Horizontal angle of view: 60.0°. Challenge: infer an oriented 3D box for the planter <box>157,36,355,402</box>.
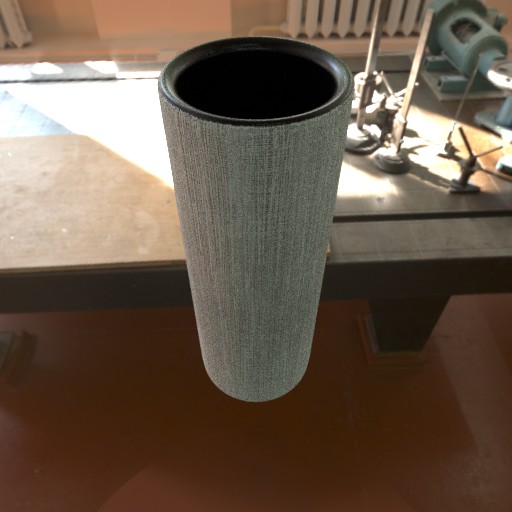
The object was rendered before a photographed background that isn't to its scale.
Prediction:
[{"bbox_3d":[0.000,0.000,0.322,0.100,0.270,0.100,24,51,21],"label":"planter"}]
